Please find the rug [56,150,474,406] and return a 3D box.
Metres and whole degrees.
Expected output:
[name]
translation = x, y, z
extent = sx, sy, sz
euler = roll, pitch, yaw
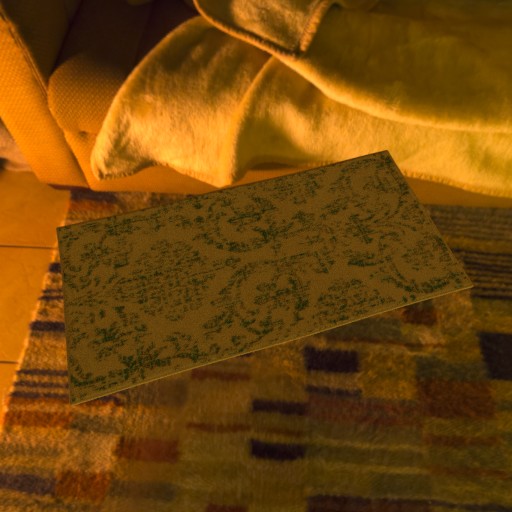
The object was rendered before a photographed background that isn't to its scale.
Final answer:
[rug]
translation = 0.000, 0.000, 1.421
extent = 1.220, 0.007, 0.605
euler = -15, 60, -9
